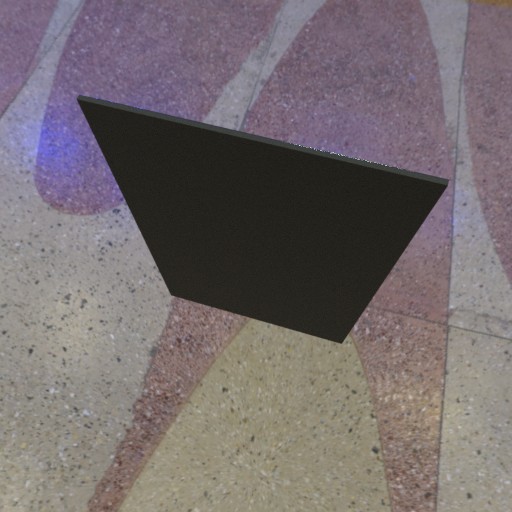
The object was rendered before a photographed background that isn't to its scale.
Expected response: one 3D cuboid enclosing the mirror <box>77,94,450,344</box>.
[{"bbox_3d":[0.000,0.000,1.119,0.613,0.914,0.039,15,65,7],"label":"mirror"}]
